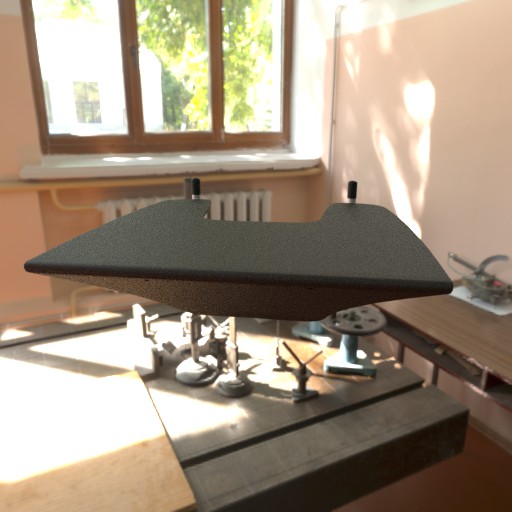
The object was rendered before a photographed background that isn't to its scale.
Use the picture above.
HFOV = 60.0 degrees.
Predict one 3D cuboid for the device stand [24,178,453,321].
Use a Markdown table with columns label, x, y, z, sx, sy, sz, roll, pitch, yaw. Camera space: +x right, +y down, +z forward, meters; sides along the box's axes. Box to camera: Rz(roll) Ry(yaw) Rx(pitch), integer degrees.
| label | x | y | z | sx | sy | sz | roll | pitch | yaw |
| --- | --- | --- | --- | --- | --- | --- | --- | --- | --- |
| device stand | 0.000 | 0.000 | 0.346 | 0.230 | 0.092 | 0.230 | 2 | 17 | 8 |
